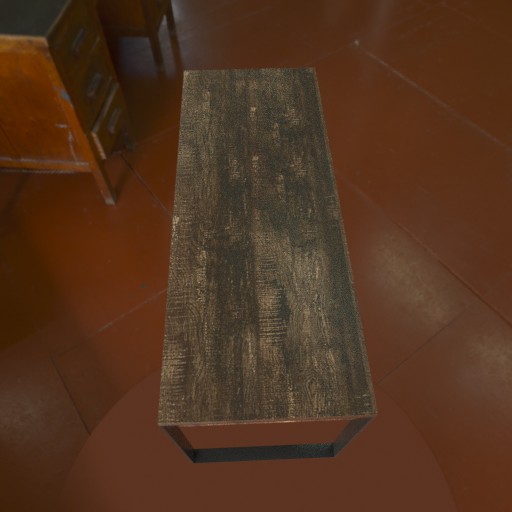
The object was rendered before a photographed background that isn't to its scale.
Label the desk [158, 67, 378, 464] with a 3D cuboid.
[{"bbox_3d":[0.000,0.000,1.922,0.599,0.762,1.524,-2,58,-1],"label":"desk"}]
